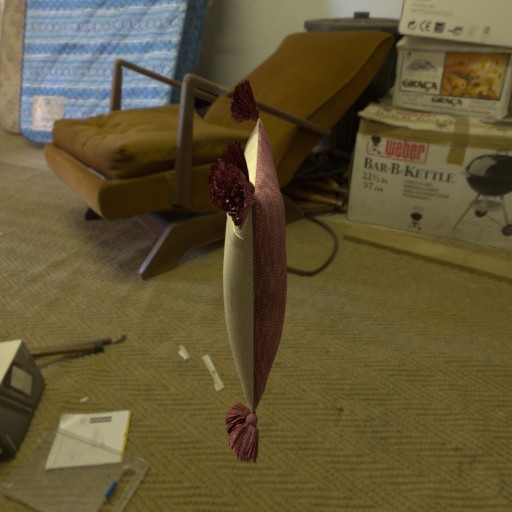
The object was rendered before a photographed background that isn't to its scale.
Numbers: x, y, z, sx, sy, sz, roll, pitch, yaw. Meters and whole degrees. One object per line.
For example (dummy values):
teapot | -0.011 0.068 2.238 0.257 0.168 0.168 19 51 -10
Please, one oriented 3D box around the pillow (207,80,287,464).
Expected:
pillow | 0.000 0.000 0.977 0.138 0.659 0.641 1 32 1
